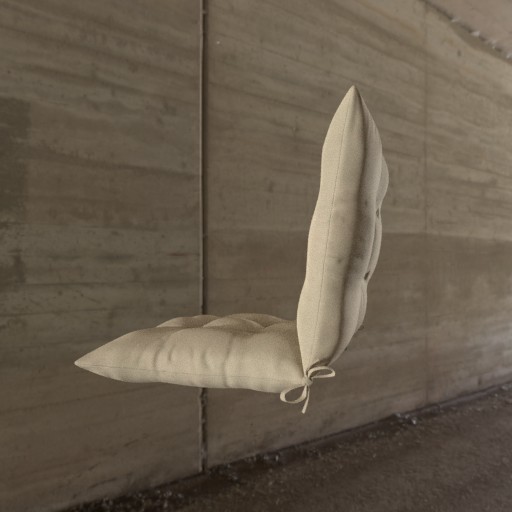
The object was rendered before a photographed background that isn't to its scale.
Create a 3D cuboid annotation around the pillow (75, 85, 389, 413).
[{"bbox_3d":[0.000,0.000,1.017,0.585,0.536,0.541,0,-1,18],"label":"pillow"}]
